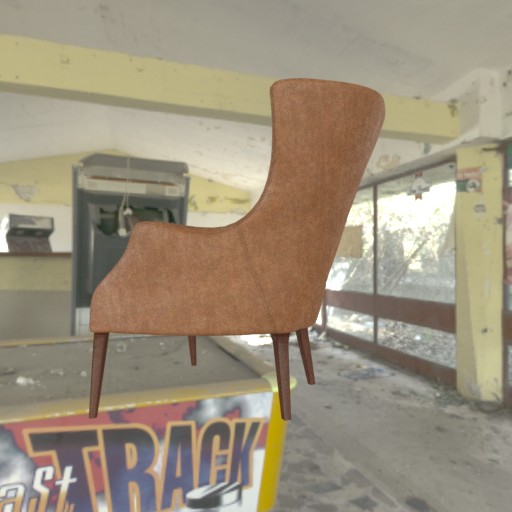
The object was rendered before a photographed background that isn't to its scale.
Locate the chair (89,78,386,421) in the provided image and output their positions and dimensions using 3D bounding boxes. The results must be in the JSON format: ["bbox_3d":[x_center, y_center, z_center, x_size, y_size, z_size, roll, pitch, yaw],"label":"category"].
[{"bbox_3d":[0.000,0.000,1.698,0.955,1.067,0.846,0,-1,18],"label":"chair"}]
